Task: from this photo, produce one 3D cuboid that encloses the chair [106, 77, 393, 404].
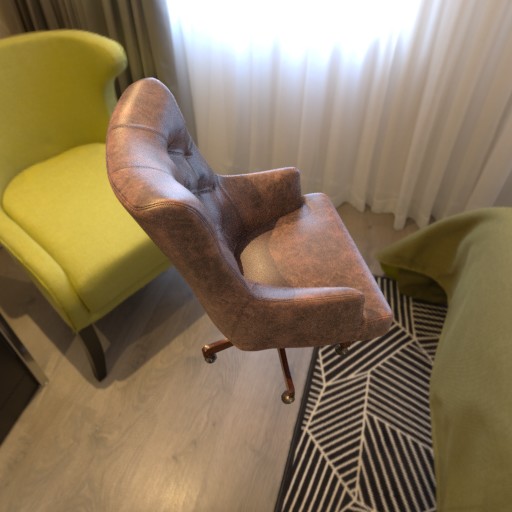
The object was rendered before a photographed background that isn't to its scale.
[{"bbox_3d":[0.000,0.000,1.488,0.762,1.035,0.641,-10,48,-9],"label":"chair"}]
